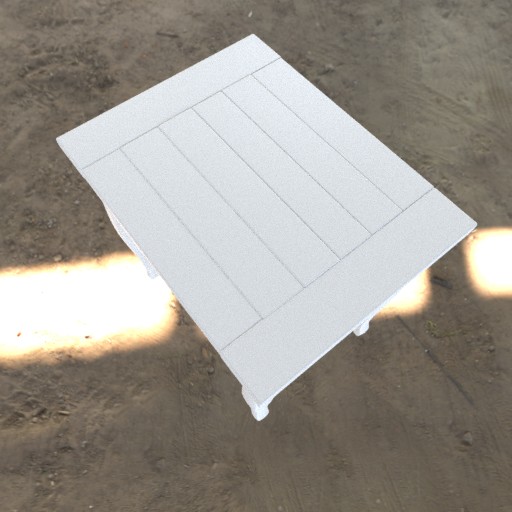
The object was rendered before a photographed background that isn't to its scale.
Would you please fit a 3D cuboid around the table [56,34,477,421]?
[{"bbox_3d":[0.000,0.000,1.039,0.463,0.605,0.599,-35,69,-16],"label":"table"}]
